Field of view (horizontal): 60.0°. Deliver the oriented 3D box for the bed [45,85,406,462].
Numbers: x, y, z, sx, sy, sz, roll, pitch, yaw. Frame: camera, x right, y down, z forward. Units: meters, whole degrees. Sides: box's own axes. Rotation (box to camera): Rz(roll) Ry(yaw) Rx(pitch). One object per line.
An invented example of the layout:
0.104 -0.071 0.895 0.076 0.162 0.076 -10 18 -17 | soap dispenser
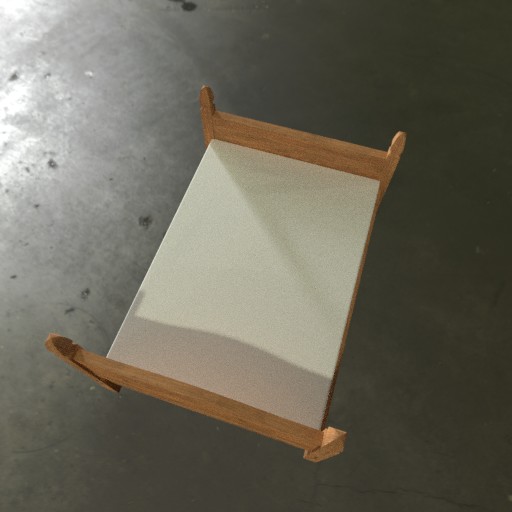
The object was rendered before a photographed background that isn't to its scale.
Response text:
0.000 0.000 2.919 1.490 1.100 2.069 16 64 8 | bed
